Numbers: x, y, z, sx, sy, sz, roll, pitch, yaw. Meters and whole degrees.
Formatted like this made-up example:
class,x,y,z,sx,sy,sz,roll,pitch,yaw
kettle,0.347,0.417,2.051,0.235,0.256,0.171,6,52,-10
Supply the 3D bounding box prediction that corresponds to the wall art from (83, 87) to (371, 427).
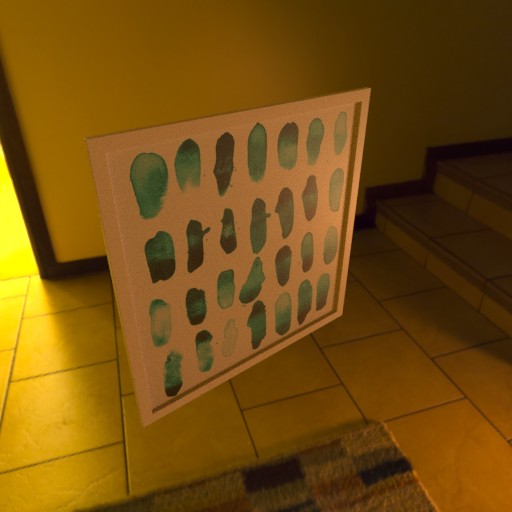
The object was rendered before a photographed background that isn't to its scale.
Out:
class,x,y,z,sx,sy,sz,roll,pitch,yaw
wall art,0.000,0.000,0.703,0.456,0.457,0.009,-22,37,-32
